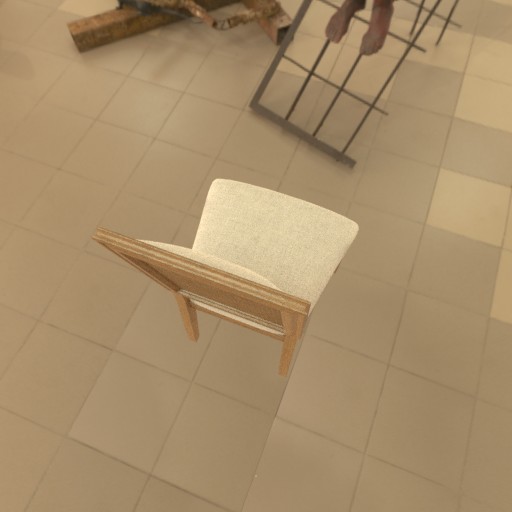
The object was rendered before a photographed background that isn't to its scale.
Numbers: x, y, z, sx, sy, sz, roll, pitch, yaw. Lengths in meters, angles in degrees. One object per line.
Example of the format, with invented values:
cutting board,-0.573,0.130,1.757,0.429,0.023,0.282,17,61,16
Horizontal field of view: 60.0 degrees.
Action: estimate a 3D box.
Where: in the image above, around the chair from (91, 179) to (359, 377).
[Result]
chair,0.000,0.000,1.335,0.536,0.988,0.601,19,65,9
